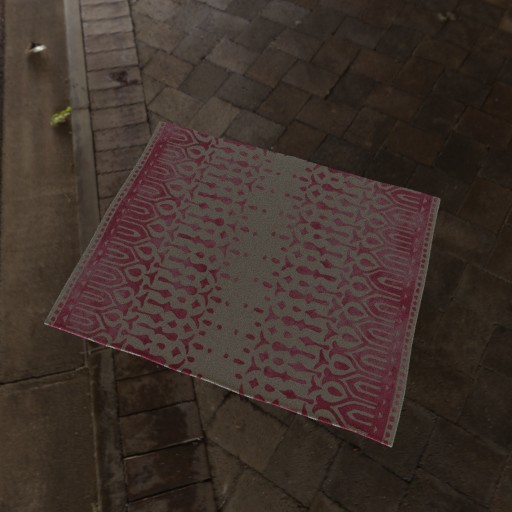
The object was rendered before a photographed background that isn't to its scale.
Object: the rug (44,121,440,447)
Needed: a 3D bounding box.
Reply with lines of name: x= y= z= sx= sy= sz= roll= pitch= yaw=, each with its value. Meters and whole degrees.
rug: x=0.000 y=0.000 z=4.144 sx=3.095 sy=0.016 sz=2.441 roll=17 pitch=65 yaw=8
